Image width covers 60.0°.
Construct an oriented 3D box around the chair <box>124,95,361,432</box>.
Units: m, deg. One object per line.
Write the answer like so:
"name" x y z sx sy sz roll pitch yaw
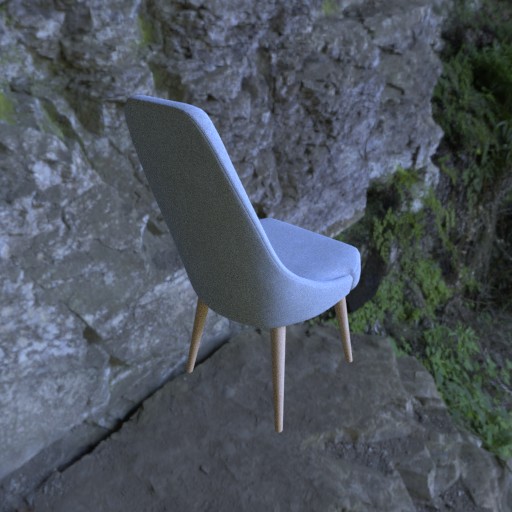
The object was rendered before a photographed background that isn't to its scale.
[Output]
"chair" 0.000 0.000 1.383 0.510 1.040 0.660 23 38 33
